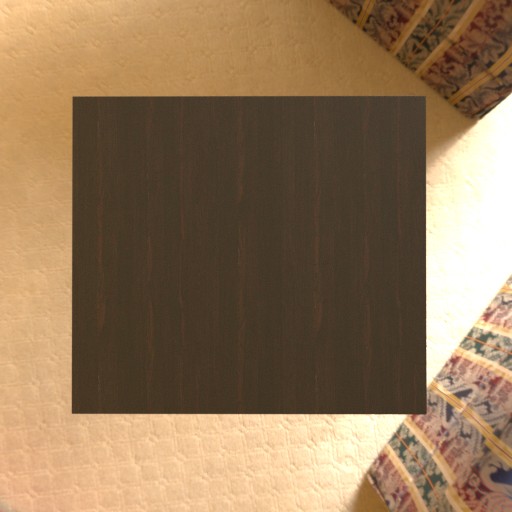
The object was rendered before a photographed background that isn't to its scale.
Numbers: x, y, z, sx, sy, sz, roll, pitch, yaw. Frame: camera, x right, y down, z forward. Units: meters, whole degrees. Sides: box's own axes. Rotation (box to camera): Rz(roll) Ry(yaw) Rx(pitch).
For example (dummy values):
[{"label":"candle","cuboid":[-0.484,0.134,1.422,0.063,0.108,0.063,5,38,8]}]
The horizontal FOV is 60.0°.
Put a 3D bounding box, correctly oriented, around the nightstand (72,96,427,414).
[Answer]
[{"label":"nightstand","cuboid":[0.000,0.000,0.787,0.461,0.460,0.400,0,90,0]}]
